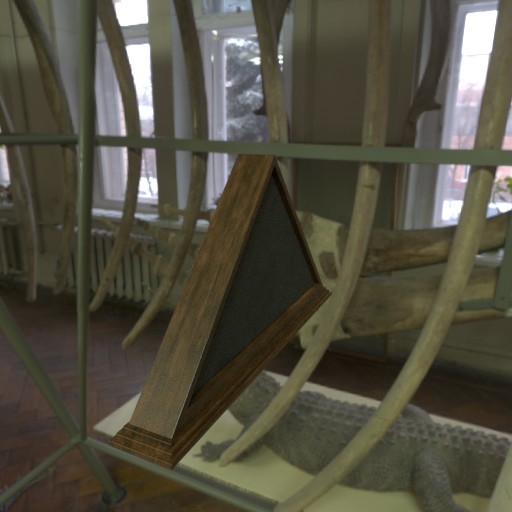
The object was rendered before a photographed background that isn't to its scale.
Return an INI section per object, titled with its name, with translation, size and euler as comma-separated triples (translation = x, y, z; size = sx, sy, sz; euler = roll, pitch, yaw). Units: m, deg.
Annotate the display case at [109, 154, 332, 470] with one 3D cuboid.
[display case]
translation = 0.000, 0.000, 0.761
size = 0.095, 0.340, 0.640
euler = 7, 17, 25
